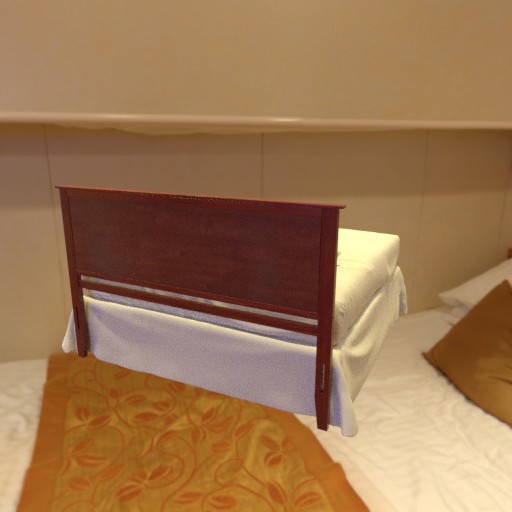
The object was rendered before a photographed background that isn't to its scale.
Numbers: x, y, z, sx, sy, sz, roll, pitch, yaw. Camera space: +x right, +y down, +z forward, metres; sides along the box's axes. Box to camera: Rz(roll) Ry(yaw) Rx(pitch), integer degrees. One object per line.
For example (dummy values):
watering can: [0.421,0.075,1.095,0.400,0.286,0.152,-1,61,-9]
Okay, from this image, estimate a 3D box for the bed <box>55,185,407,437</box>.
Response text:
bed: [0.000,0.000,3.688,2.314,1.271,2.219,8,17,26]
